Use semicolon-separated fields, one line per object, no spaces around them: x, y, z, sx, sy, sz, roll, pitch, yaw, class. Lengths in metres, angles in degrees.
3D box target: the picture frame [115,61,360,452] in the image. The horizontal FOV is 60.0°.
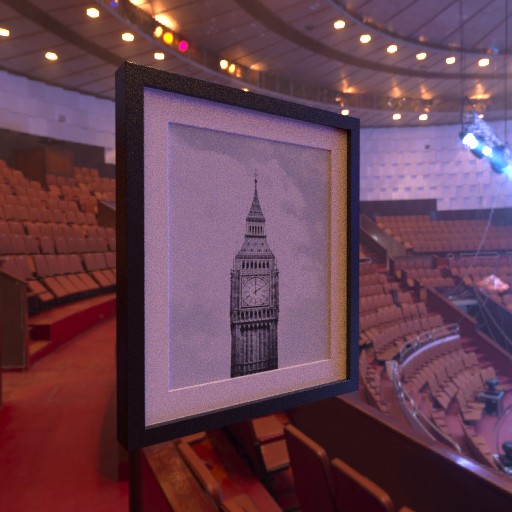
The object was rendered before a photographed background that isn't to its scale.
0.000;0.000;0.536;0.328;0.378;0.034;-1;1;-35;picture frame
